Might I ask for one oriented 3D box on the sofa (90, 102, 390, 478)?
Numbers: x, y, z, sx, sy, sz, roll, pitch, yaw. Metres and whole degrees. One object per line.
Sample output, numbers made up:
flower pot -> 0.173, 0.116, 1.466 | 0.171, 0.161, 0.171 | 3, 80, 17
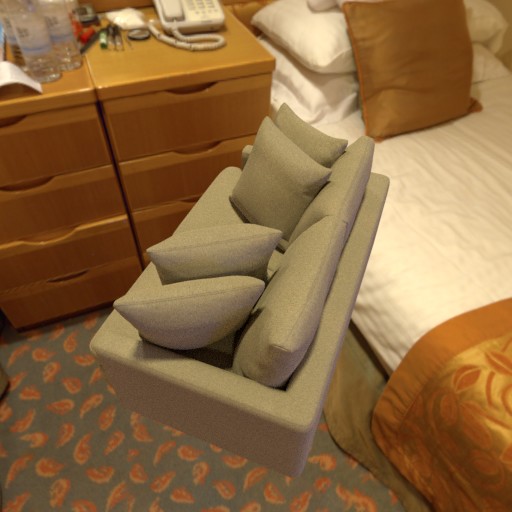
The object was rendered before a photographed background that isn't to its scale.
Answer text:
sofa -> 0.000, 0.000, 2.616 | 1.228, 1.080, 1.869 | 16, 48, 15
